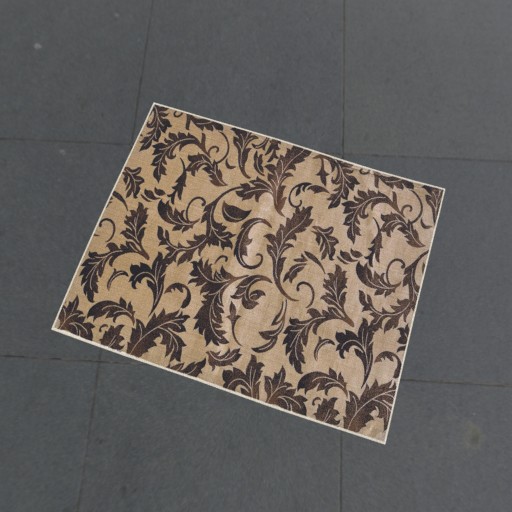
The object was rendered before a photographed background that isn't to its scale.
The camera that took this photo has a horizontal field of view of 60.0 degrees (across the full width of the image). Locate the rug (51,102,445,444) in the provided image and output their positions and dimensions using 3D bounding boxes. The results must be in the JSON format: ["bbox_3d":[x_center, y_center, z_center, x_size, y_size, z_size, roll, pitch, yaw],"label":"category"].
[{"bbox_3d":[0.000,0.000,4.004,2.977,0.008,2.380,18,75,5],"label":"rug"}]
